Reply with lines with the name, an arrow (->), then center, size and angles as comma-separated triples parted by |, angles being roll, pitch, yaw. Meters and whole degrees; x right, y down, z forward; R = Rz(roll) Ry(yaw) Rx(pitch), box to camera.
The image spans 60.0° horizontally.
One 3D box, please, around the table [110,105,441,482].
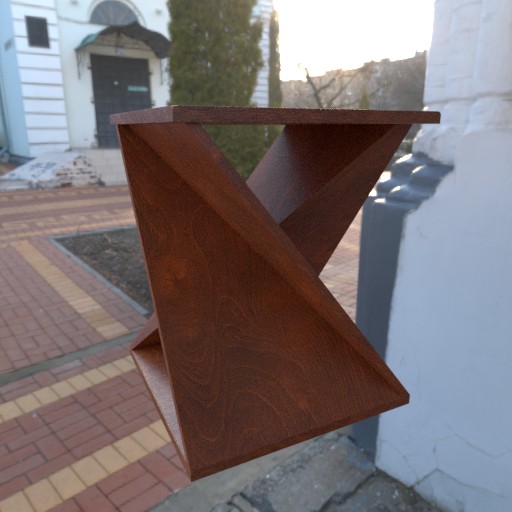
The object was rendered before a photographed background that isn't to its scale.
table -> 0.000, 0.000, 0.848 | 0.427, 0.520, 0.427 | -8, 18, -26
